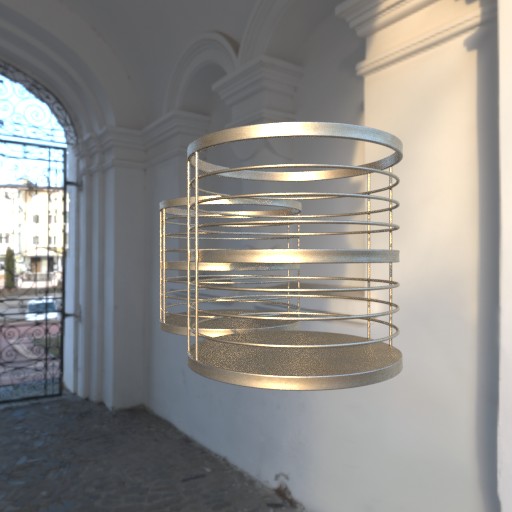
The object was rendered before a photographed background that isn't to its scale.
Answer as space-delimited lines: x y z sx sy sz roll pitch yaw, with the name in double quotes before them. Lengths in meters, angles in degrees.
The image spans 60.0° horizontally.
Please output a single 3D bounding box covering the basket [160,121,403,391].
"basket" 0.000 0.000 0.938 0.356 0.351 0.746 0 0 -19
